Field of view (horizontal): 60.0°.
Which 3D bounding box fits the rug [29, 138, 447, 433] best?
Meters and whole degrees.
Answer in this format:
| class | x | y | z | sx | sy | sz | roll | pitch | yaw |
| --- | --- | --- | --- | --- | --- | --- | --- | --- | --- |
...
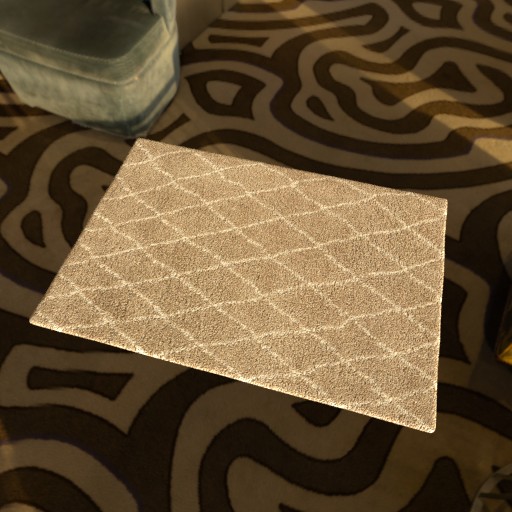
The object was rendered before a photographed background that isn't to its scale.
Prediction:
| class | x | y | z | sx | sy | sz | roll | pitch | yaw |
| --- | --- | --- | --- | --- | --- | --- | --- | --- | --- |
| rug | 0.000 | 0.000 | 2.171 | 1.778 | 0.030 | 1.219 | 13 | 58 | 8 |
